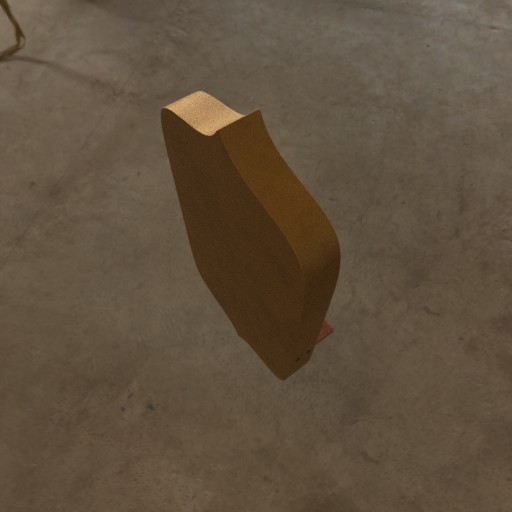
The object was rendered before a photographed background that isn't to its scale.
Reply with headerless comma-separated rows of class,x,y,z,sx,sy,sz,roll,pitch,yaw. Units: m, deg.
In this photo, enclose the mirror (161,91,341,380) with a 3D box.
mirror,0.000,0.000,0.732,0.096,0.613,0.323,-33,65,-17
